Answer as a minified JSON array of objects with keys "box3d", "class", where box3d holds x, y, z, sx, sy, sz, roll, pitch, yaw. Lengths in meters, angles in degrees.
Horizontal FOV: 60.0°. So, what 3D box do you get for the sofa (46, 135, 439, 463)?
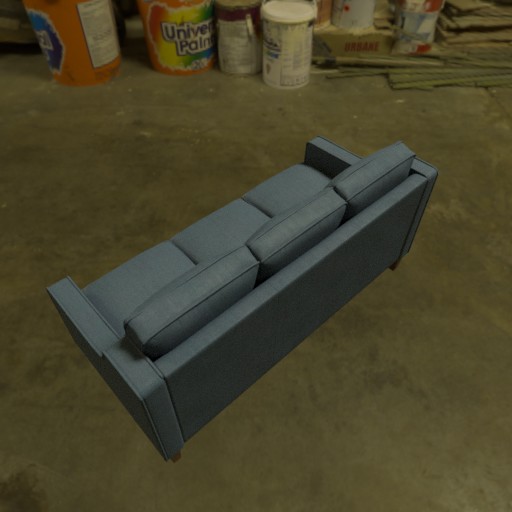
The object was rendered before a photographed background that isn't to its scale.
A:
[{"box3d":[0.000,0.000,2.501,1.986,0.974,0.911,-34,56,-28],"class":"sofa"}]
